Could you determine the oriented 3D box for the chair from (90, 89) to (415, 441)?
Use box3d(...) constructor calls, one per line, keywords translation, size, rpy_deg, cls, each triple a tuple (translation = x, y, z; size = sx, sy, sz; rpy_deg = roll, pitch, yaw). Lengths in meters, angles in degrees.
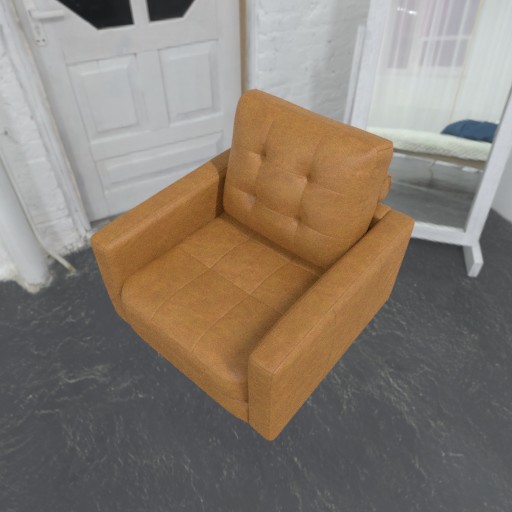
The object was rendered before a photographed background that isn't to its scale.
box3d(translation=(0.000, 0.000, 1.612), size=(0.831, 0.896, 0.868), rpy_deg=(31, 54, 27), cls="chair")
